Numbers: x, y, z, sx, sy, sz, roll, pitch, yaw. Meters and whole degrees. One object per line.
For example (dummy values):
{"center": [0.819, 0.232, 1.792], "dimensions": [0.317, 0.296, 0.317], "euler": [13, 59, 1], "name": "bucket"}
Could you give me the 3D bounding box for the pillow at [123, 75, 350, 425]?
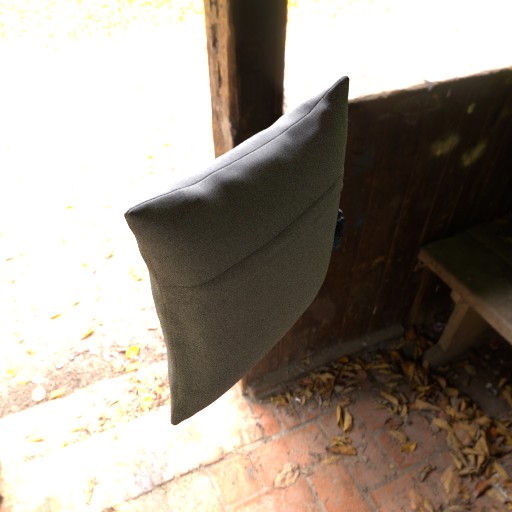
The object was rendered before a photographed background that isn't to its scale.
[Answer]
{"center": [0.000, 0.000, 0.691], "dimensions": [0.173, 0.436, 0.433], "euler": [27, 49, 26], "name": "pillow"}
